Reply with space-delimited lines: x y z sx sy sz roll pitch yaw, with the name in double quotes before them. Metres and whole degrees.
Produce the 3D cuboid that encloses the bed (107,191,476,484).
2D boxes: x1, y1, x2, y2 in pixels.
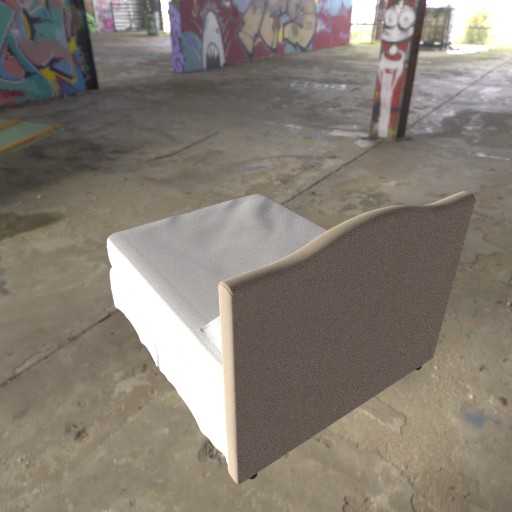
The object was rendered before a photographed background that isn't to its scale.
"bed" 0.000 0.000 3.279 1.753 1.460 2.143 -20 36 -30
